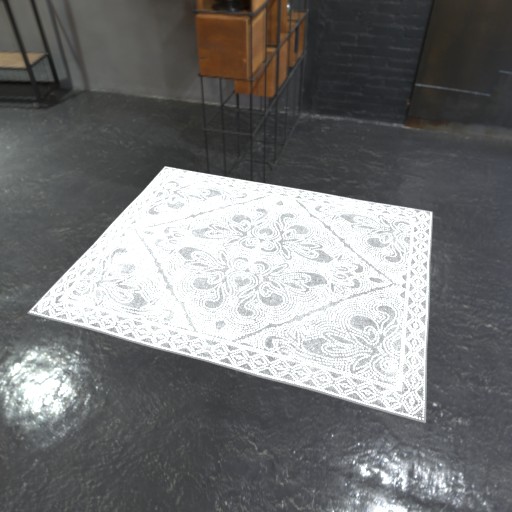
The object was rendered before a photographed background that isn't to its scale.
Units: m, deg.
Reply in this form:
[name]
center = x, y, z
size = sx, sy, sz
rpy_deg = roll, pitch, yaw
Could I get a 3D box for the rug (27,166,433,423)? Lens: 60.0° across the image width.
[rug]
center = 0.000, 0.000, 4.020
size = 3.048, 0.012, 2.438
rpy_deg = 12, 43, 14
